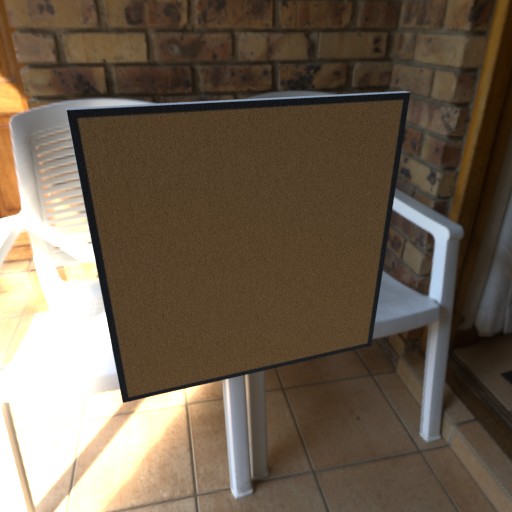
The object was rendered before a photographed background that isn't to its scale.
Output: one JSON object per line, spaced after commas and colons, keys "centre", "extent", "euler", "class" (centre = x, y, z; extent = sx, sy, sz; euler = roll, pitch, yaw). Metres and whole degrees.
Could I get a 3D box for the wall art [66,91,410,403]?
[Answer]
{"centre": [0.000, 0.000, 1.193], "extent": [0.805, 0.803, 0.022], "euler": [-9, 29, -16], "class": "wall art"}
